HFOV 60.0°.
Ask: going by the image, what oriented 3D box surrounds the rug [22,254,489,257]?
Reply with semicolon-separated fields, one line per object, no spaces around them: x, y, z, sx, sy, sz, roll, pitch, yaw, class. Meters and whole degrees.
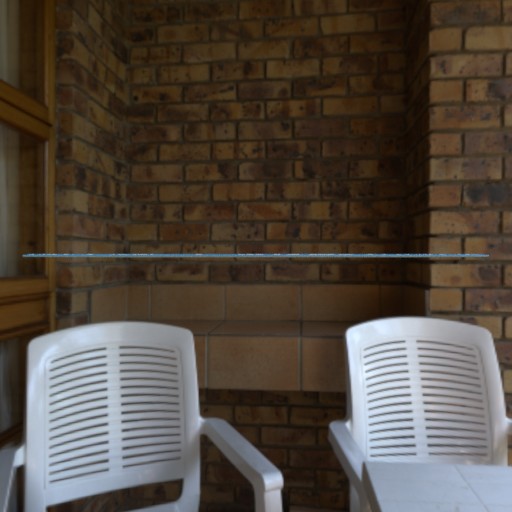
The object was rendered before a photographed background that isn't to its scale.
0.000;0.000;1.456;1.219;0.007;0.604;0;0;0;rug
